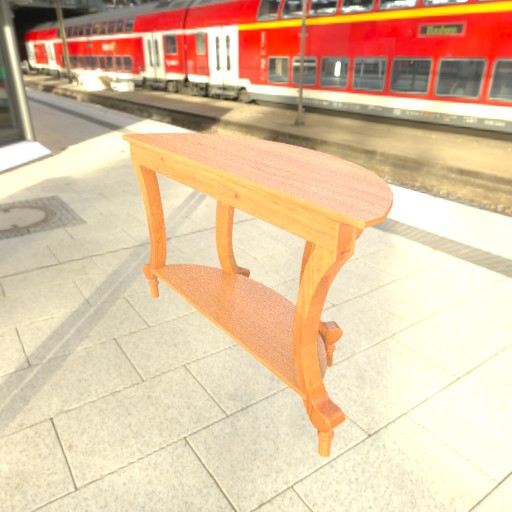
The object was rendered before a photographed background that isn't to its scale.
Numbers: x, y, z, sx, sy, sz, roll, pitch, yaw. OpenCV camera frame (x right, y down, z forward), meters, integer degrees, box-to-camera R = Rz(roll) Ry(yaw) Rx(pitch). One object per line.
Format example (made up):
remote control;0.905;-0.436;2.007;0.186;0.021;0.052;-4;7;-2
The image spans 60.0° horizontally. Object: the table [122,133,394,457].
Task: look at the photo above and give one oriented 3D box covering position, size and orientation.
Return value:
table;0.000;0.000;1.522;0.394;0.692;1.198;-17;30;-33
